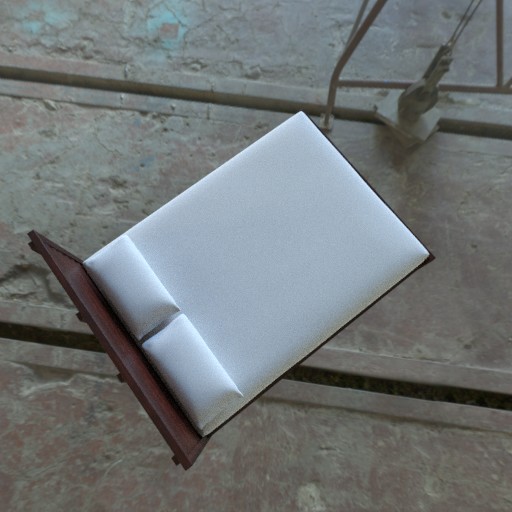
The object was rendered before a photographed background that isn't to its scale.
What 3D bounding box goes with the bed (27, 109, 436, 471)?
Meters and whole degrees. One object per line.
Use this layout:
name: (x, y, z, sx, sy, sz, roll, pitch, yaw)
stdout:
bed: (0.000, 0.000, 4.015, 2.803, 1.492, 2.040, -37, 79, -9)
